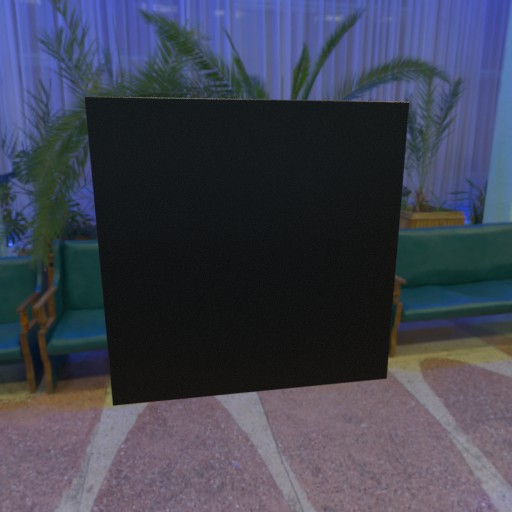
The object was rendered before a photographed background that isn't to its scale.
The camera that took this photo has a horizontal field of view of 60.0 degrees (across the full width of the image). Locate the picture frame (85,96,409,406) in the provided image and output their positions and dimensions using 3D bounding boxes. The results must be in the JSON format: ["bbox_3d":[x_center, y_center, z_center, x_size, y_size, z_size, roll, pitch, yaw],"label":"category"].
[{"bbox_3d":[0.000,0.000,0.836,0.559,0.557,0.029,-3,15,-10],"label":"picture frame"}]
